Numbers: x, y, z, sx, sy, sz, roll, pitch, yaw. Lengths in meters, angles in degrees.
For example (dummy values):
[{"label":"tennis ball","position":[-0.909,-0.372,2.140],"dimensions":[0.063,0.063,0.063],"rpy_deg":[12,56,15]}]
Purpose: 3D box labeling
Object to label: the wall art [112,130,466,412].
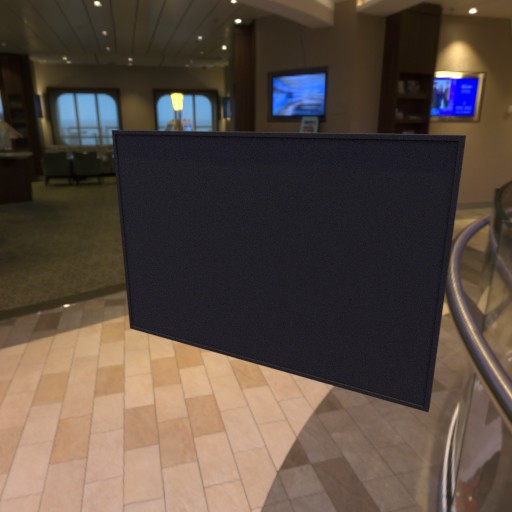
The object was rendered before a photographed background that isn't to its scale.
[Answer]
[{"label":"wall art","position":[0.000,0.000,1.494],"dimensions":[1.190,0.805,0.028],"rpy_deg":[9,19,27]}]
